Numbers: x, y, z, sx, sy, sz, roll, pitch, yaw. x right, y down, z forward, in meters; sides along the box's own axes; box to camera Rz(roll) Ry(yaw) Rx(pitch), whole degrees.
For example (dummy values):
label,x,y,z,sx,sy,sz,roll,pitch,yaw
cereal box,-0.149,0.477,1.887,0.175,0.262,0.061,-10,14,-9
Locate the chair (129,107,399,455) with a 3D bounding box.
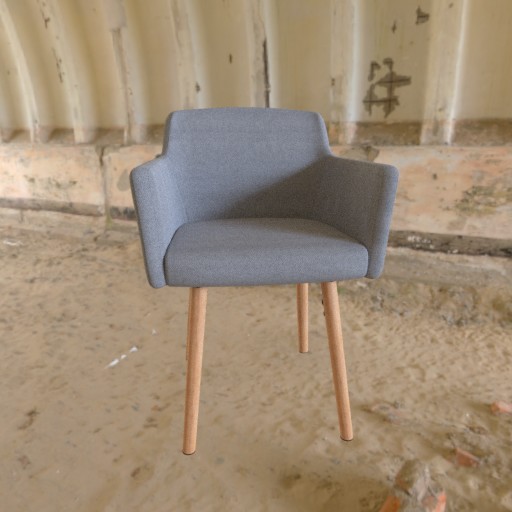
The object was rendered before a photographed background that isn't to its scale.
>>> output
label,x,y,z,sx,sy,sz,roll,pitch,yaw
chair,0.000,0.000,1.184,0.570,0.780,0.540,-2,16,-7
